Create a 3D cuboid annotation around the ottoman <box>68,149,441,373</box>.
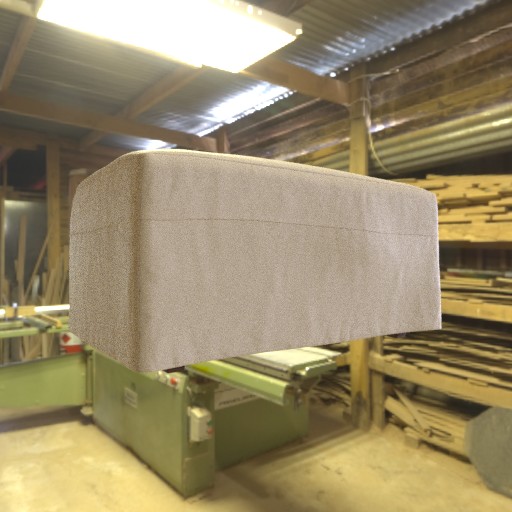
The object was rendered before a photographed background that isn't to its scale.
[{"bbox_3d":[0.000,0.000,1.199,0.872,0.444,0.590,0,-1,-34],"label":"ottoman"}]
